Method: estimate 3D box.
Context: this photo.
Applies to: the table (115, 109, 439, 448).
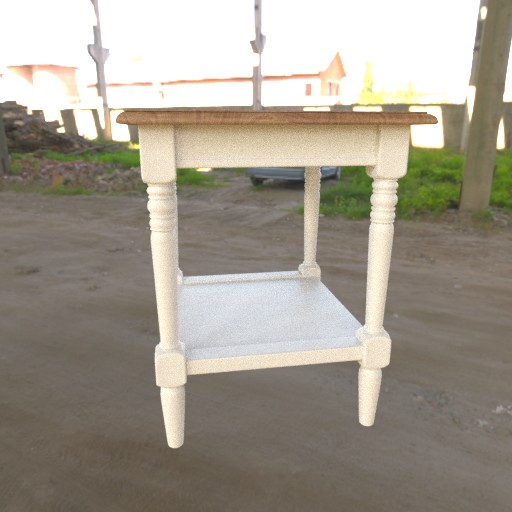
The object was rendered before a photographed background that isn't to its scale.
[{"bbox_3d":[0.000,0.000,0.927,0.457,0.561,0.508,-3,16,-9],"label":"table"}]
